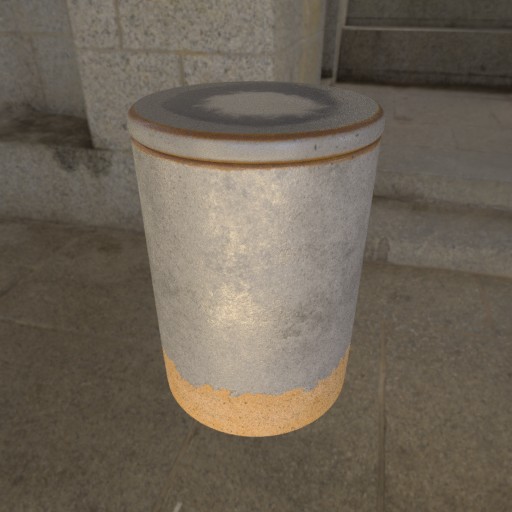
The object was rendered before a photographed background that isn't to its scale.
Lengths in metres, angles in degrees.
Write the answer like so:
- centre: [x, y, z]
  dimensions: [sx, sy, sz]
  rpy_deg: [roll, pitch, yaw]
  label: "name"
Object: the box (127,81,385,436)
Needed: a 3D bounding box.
- centre: [0.000, 0.000, 0.249]
  dimensions: [0.118, 0.168, 0.118]
  rpy_deg: [0, 31, 0]
  label: "box"
